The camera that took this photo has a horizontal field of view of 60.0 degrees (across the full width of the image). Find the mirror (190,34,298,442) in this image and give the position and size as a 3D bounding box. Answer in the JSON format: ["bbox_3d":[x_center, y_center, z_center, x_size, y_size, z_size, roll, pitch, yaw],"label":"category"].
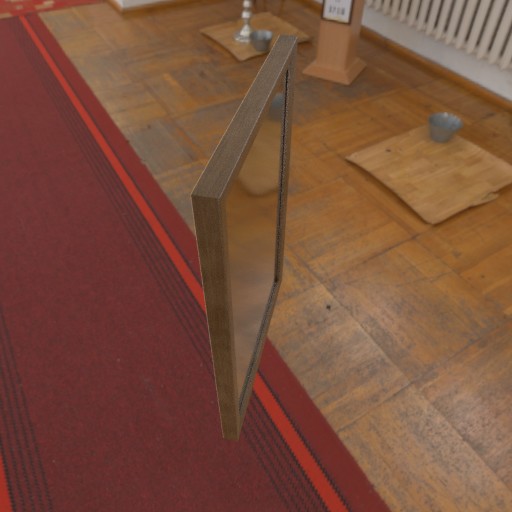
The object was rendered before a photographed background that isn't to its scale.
[{"bbox_3d":[0.000,0.000,0.935,0.040,0.710,0.507,10,47,10],"label":"mirror"}]
